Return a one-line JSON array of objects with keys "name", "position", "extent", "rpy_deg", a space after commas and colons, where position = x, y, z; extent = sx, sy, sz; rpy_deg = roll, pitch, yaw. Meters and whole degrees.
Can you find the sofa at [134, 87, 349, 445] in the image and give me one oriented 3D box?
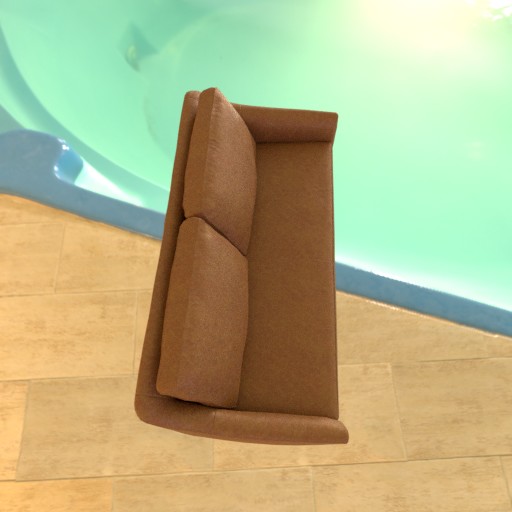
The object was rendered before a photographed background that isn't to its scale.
[{"name": "sofa", "position": [0.000, 0.000, 2.615], "extent": [0.981, 0.945, 2.036], "rpy_deg": [3, 65, 1]}]
